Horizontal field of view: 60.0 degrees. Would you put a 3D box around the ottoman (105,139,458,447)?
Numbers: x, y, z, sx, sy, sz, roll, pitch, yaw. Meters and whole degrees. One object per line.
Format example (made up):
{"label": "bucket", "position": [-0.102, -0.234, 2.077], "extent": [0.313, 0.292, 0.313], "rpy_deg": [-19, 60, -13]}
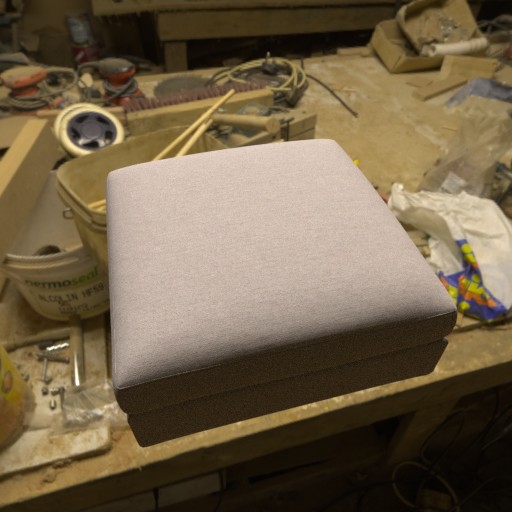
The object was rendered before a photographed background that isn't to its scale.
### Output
{"label": "ottoman", "position": [0.000, 0.000, 1.651], "extent": [1.041, 0.470, 1.041], "rpy_deg": [-11, 46, -10]}
